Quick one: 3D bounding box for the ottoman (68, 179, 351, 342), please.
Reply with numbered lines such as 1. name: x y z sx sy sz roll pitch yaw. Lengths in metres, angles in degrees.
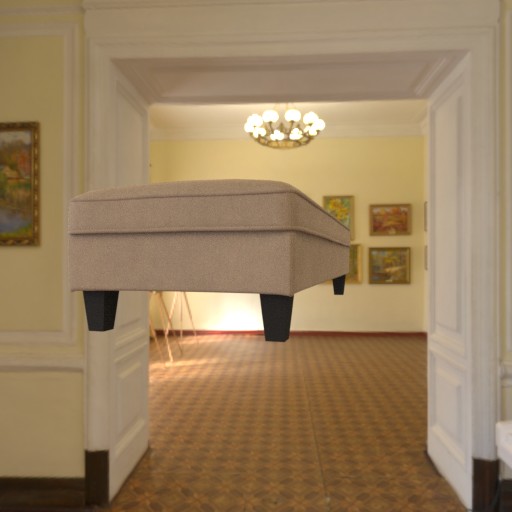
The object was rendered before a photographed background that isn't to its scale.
1. ottoman: 0.000 0.000 2.020 0.735 0.460 1.726 0 0 17
